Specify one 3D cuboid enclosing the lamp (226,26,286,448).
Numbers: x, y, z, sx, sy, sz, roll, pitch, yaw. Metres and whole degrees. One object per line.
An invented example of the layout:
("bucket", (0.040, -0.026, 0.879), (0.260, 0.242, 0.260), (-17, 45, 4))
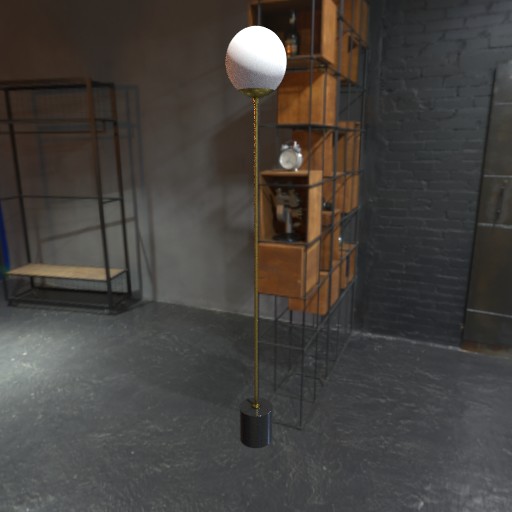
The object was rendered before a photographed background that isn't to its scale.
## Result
("lamp", (0.000, 0.000, 1.855), (0.229, 1.748, 0.229), (7, 16, 25))
